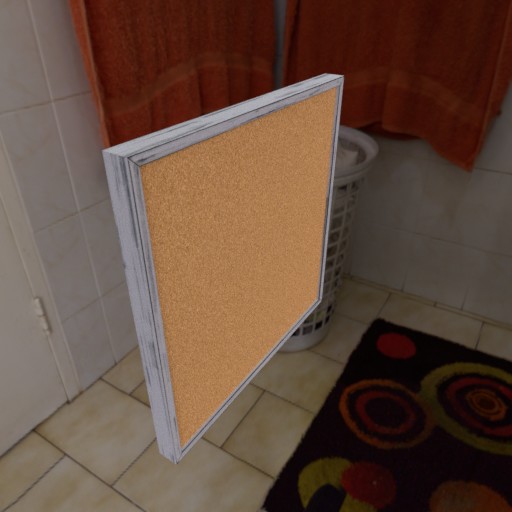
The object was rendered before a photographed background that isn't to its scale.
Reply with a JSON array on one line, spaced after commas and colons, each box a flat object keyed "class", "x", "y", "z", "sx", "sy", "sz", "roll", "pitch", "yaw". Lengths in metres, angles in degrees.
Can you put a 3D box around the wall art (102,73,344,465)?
[{"class": "wall art", "x": 0.000, "y": 0.000, "z": 0.753, "sx": 0.038, "sy": 0.506, "sz": 0.506, "roll": 20, "pitch": 37, "yaw": 28}]
